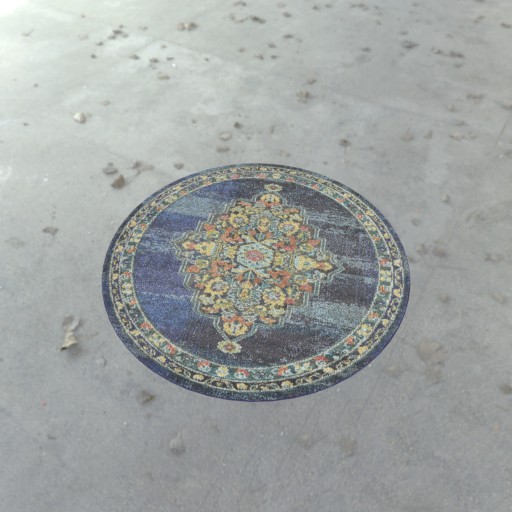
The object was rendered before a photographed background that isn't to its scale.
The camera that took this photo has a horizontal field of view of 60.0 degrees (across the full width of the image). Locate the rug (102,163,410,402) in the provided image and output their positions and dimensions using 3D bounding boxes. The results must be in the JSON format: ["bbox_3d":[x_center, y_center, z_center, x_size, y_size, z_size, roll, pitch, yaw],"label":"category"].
[{"bbox_3d":[0.000,0.000,3.513,2.386,0.014,2.386,0,49,0],"label":"rug"}]
